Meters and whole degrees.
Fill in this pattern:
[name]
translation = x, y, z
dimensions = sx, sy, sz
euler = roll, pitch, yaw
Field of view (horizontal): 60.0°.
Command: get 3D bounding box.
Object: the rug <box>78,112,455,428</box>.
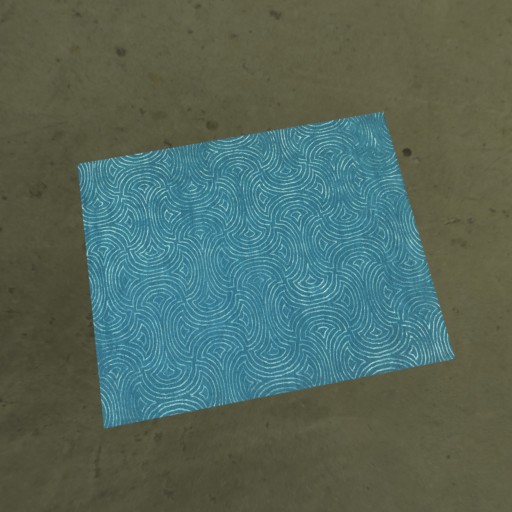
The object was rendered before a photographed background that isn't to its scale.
[rug]
translation = 0.000, 0.000, 4.040
dimensions = 3.033, 0.012, 2.432
euler = -10, 76, -3
